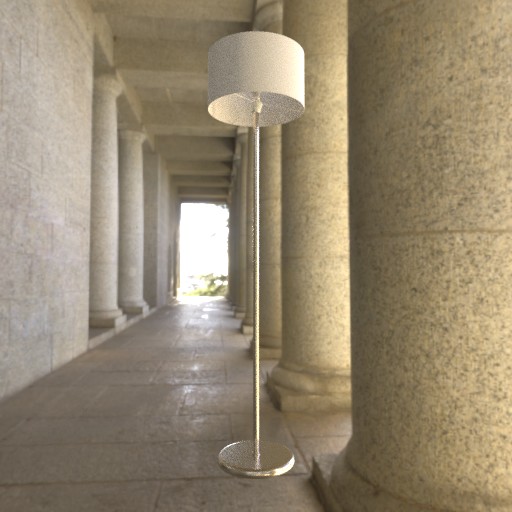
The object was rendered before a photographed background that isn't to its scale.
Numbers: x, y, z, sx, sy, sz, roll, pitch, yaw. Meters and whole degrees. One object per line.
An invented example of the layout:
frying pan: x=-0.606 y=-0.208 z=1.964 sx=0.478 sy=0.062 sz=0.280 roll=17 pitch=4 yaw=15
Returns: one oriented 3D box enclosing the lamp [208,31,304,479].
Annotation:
lamp: x=0.000 y=0.000 z=1.580 sx=0.347 sy=1.443 sz=0.347 roll=2 pitch=-3 yaw=-34
